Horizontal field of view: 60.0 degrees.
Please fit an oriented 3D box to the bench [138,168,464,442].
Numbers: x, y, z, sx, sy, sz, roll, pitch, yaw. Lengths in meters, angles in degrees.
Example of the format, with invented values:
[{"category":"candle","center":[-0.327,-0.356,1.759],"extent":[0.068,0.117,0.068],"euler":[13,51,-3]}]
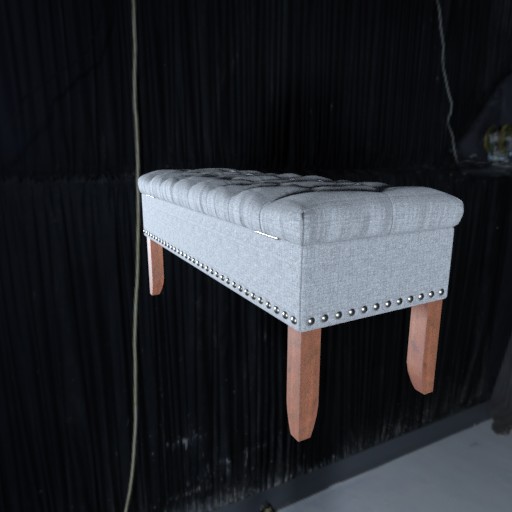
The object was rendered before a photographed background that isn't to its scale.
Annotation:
[{"category":"bench","center":[0.000,0.000,1.309],"extent":[0.417,0.470,1.052],"euler":[-7,16,-28]}]
